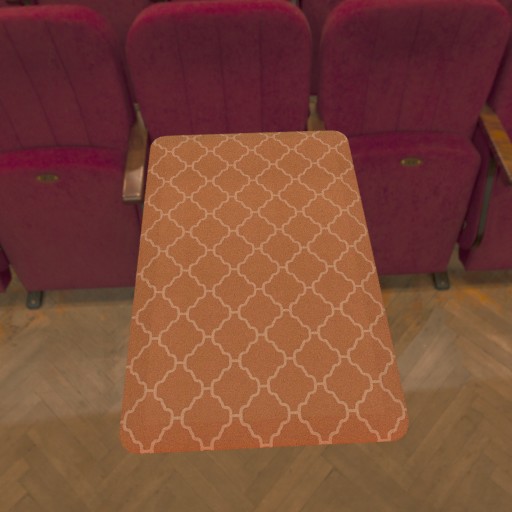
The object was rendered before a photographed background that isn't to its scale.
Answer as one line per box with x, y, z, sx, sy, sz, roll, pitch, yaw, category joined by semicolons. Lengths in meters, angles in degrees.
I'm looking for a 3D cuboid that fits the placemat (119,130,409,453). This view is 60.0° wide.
0.000;0.000;0.952;0.508;0.021;0.762;-2;58;-1;placemat
